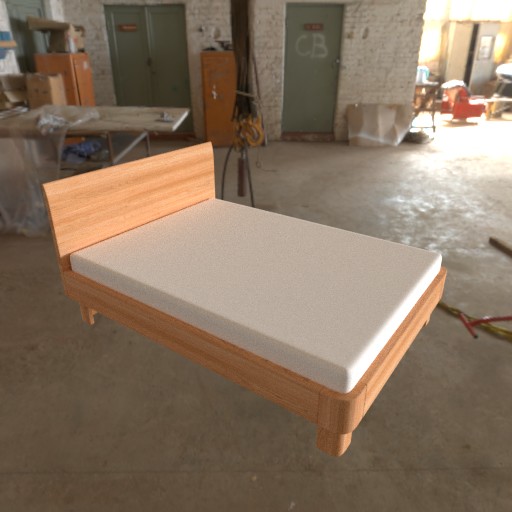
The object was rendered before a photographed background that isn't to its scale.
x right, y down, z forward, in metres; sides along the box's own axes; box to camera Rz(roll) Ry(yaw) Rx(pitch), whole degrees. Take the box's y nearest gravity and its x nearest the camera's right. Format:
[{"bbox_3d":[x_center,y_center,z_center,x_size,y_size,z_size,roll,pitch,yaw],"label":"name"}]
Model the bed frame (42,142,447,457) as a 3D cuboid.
[{"bbox_3d":[0.000,0.000,2.774,1.992,0.940,1.472,17,31,32],"label":"bed frame"}]
